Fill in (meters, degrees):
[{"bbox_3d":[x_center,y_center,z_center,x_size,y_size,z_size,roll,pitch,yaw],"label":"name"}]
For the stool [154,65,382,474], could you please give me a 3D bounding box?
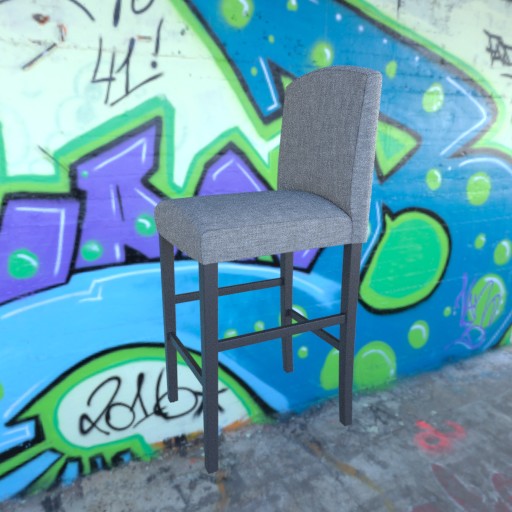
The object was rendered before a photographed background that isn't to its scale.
[{"bbox_3d":[0.000,0.000,1.401,0.552,1.138,0.451,-8,17,-26],"label":"stool"}]
